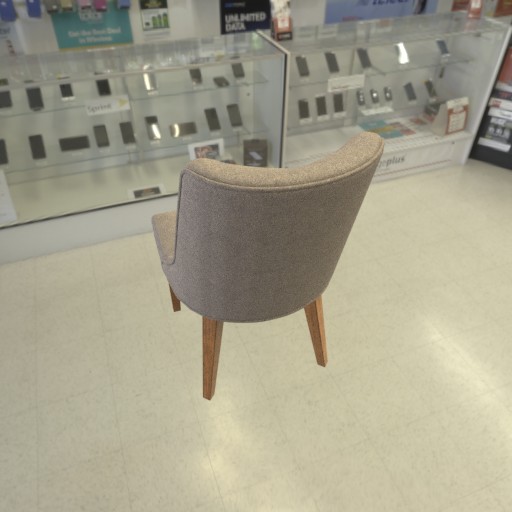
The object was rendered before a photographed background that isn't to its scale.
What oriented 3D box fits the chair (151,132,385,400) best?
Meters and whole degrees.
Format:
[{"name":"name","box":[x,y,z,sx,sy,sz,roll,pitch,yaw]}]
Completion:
[{"name":"chair","box":[0.000,0.000,1.327,0.548,0.916,0.636,-12,42,-14]}]
